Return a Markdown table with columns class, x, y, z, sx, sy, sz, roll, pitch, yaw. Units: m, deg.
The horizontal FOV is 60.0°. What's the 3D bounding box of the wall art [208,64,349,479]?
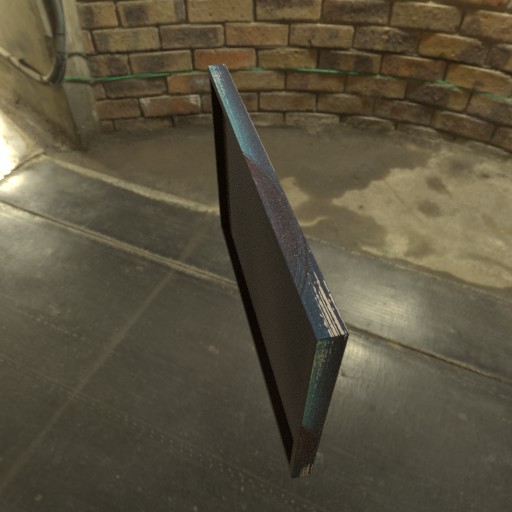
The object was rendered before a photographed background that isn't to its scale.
| class | x | y | z | sx | sy | sz | roll | pitch | yaw |
| --- | --- | --- | --- | --- | --- | --- | --- | --- | --- |
| wall art | 0.000 | 0.000 | 0.766 | 0.033 | 0.406 | 0.609 | -10 | 48 | -9 |
